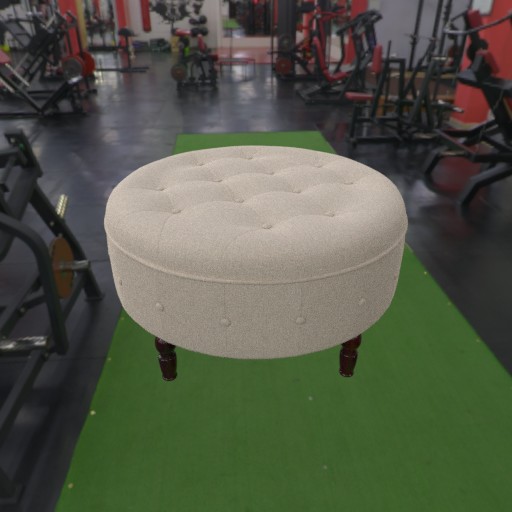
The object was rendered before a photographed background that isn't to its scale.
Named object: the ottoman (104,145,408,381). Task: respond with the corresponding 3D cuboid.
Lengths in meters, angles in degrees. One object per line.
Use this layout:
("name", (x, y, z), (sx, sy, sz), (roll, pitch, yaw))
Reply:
("ottoman", (0.000, 0.000, 1.373), (0.848, 0.494, 0.848), (0, 29, 0))
